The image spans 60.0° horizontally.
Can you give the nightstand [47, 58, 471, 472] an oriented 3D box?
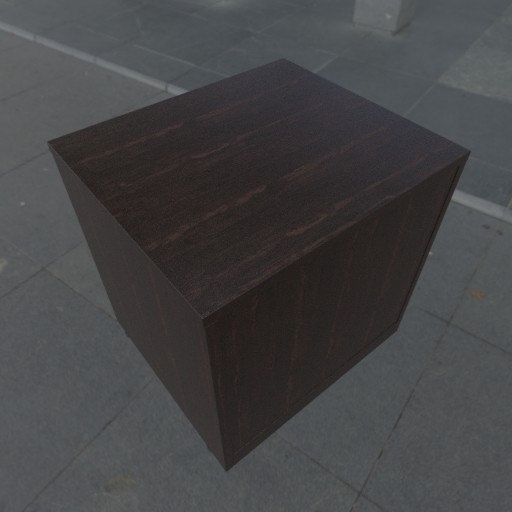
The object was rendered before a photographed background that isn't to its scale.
[{"bbox_3d":[0.000,0.000,0.852,0.489,0.487,0.427,-30,54,-26],"label":"nightstand"}]
